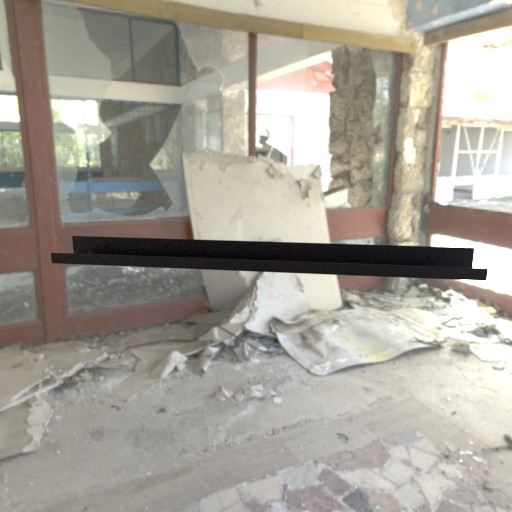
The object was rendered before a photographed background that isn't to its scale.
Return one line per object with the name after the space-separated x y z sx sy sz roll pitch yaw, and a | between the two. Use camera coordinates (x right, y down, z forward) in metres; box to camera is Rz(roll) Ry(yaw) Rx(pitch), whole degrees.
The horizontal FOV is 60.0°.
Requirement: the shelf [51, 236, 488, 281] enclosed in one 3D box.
0.000 0.000 0.973 0.924 0.049 0.092 2 13 9 | shelf
